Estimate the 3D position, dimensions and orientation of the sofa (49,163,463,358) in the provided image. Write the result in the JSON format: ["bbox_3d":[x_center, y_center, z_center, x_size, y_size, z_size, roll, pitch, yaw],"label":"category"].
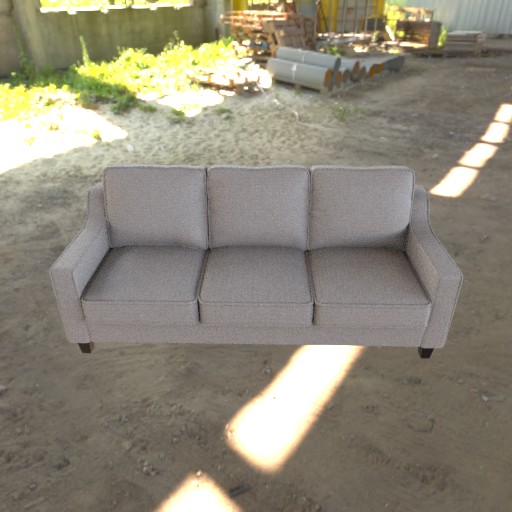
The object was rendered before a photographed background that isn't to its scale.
[{"bbox_3d":[0.000,0.000,2.674,2.129,0.950,0.899,1,30,1],"label":"sofa"}]
